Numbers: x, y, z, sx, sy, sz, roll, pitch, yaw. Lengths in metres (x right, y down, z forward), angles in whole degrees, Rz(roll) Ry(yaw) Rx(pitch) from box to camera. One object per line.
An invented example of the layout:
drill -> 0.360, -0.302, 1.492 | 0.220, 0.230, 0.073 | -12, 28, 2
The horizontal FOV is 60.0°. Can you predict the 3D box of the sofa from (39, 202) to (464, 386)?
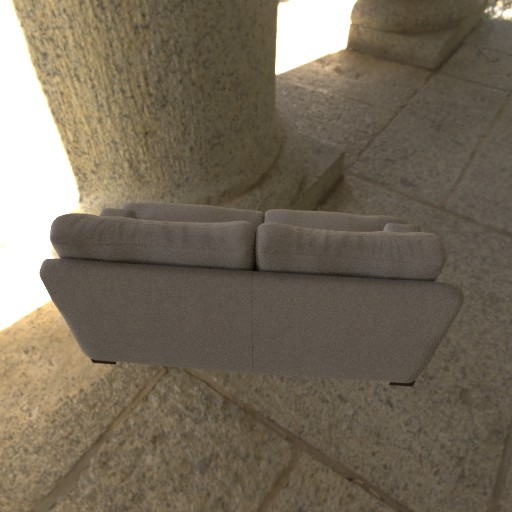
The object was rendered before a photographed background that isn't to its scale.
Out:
sofa -> 0.000, 0.000, 2.424 | 1.855, 0.980, 0.962 | 3, 47, 3
